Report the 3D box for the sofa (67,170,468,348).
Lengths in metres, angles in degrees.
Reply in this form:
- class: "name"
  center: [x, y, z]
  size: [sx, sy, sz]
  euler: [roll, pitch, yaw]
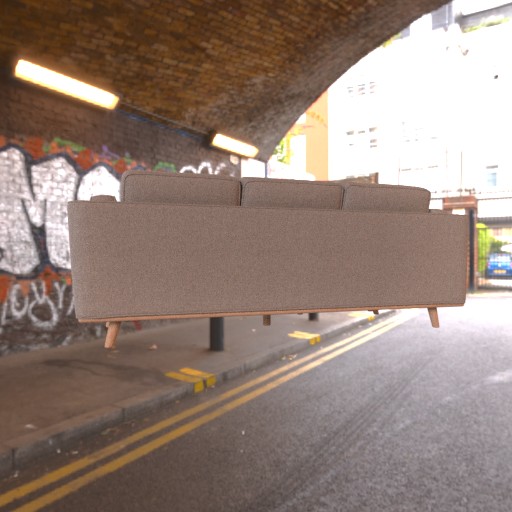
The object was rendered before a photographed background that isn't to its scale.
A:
- class: "sofa"
  center: [0.000, 0.000, 3.209]
  size: [2.411, 0.929, 1.604]
  euler: [0, 0, -18]
